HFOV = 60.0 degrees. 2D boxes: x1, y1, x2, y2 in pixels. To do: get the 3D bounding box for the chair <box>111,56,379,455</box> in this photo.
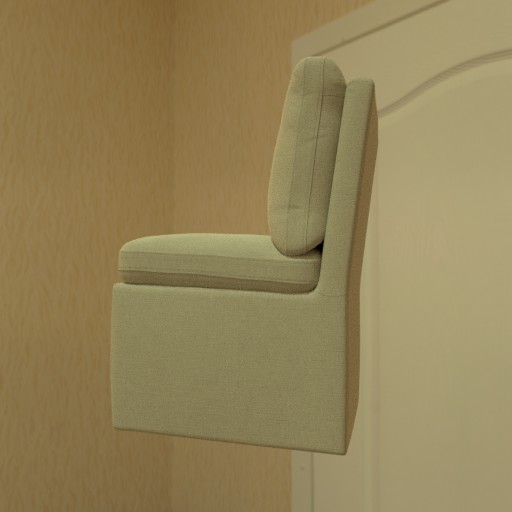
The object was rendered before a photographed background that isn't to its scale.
[{"bbox_3d":[0.000,0.000,1.305,0.698,0.927,0.503,0,-2,16],"label":"chair"}]
